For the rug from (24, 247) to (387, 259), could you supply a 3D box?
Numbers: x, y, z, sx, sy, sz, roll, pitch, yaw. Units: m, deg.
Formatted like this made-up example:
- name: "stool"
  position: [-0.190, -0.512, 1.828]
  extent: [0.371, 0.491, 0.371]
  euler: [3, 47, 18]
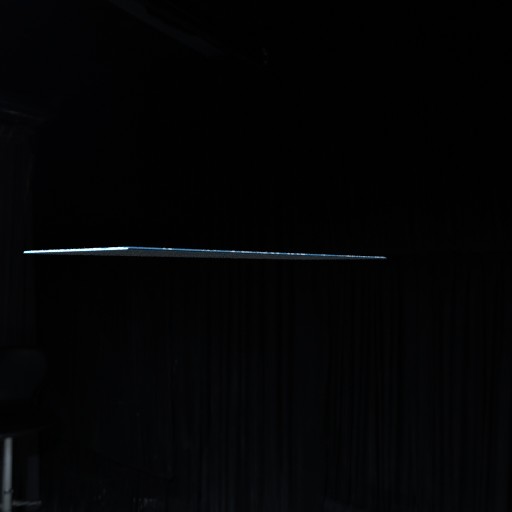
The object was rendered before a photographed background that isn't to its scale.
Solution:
- name: "rug"
  position: [0.000, 0.000, 2.438]
  extent: [0.662, 0.011, 2.196]
  euler: [-1, -2, 37]
